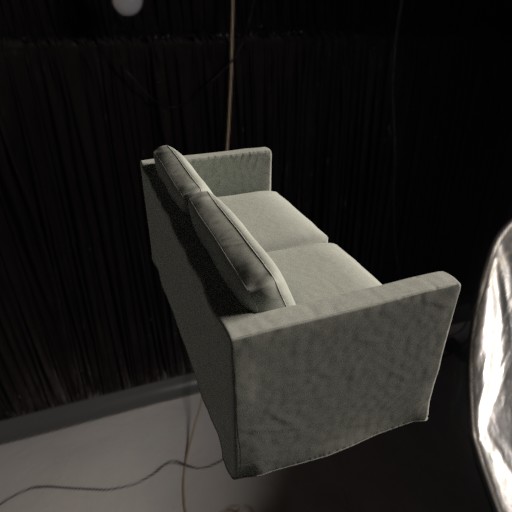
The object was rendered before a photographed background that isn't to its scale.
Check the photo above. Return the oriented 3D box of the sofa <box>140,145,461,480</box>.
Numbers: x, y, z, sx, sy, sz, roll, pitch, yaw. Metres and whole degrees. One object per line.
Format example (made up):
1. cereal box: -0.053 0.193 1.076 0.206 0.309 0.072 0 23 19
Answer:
1. sofa: 0.000 0.000 2.446 0.940 0.870 1.987 -11 31 -18
